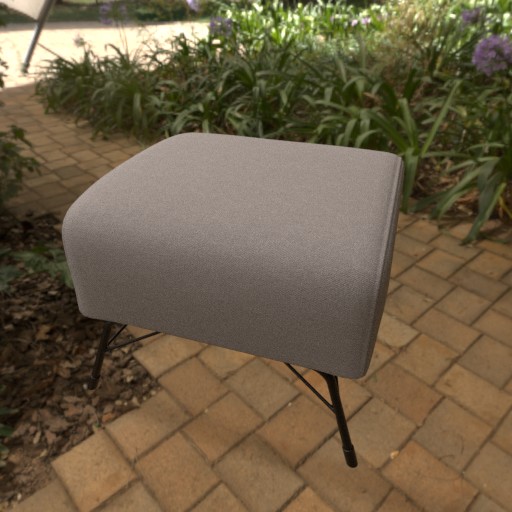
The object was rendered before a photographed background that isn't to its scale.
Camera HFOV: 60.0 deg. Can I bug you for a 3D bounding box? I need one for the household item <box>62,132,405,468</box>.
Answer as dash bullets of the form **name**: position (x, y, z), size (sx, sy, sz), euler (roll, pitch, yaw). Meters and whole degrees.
- **household item**: position (0.000, 0.000, 0.907), size (0.530, 0.410, 0.530), euler (10, 33, 16)
